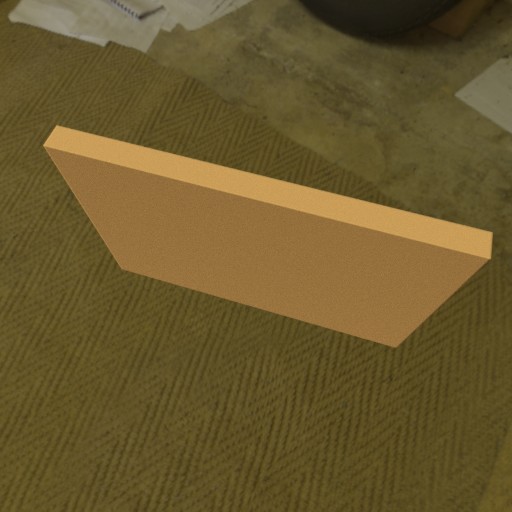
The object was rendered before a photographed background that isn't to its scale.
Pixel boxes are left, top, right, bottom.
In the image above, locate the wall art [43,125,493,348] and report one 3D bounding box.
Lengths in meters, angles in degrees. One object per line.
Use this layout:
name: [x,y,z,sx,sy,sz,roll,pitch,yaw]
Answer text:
wall art: [0.000,0.000,0.770,0.609,0.407,0.039,15,64,8]
